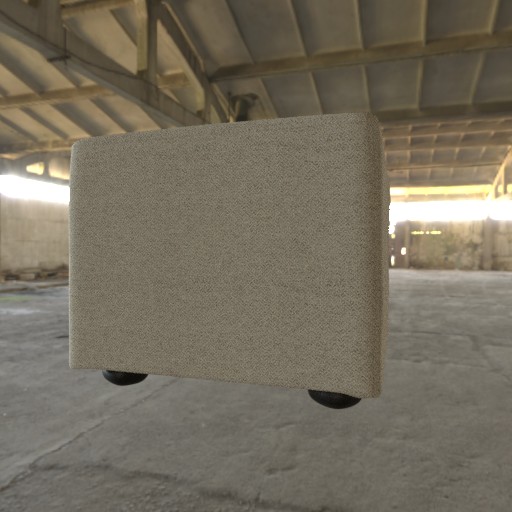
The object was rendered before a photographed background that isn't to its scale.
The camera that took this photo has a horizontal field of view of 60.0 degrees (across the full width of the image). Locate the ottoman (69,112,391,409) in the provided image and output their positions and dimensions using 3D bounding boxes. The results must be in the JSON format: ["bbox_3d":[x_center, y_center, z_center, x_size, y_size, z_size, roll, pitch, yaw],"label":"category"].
[{"bbox_3d":[0.000,0.000,0.908,0.521,0.453,0.512,0,1,18],"label":"ottoman"}]
